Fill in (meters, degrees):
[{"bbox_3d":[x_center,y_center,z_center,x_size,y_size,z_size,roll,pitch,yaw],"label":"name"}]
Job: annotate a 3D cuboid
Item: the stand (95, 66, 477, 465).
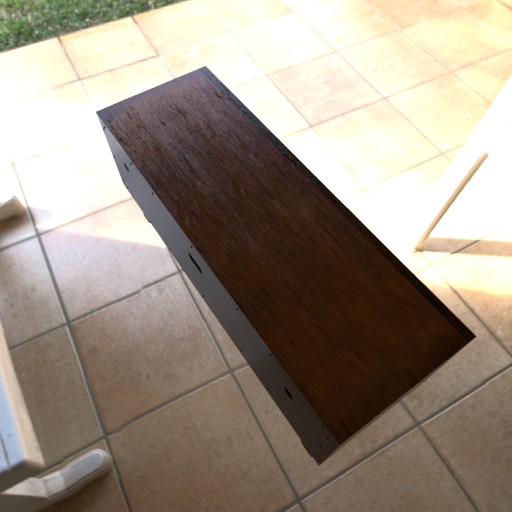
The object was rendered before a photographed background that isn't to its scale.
[{"bbox_3d":[0.000,0.000,1.649,0.481,0.610,1.372,-30,63,-17],"label":"stand"}]
